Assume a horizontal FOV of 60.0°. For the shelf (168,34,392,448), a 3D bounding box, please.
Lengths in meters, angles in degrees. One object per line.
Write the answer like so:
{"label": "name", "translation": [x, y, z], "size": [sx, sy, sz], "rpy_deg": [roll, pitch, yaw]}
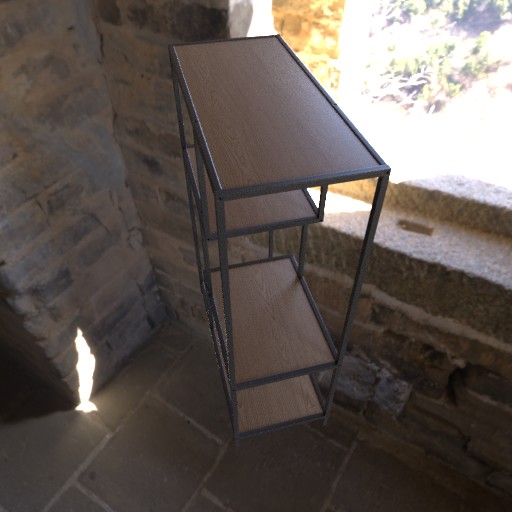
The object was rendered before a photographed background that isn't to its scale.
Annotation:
{"label": "shelf", "translation": [0.000, 0.000, 1.497], "size": [0.350, 1.138, 0.770], "rpy_deg": [-10, 46, -10]}
